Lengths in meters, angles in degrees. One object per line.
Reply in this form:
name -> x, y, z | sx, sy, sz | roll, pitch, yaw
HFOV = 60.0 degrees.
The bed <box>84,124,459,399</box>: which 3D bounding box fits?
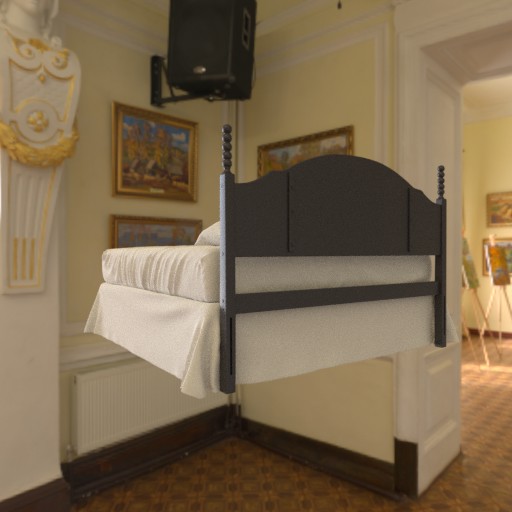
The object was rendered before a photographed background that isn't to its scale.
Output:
bed -> 0.000, 0.000, 3.645 | 2.322, 1.355, 2.219 | 0, 1, -35
